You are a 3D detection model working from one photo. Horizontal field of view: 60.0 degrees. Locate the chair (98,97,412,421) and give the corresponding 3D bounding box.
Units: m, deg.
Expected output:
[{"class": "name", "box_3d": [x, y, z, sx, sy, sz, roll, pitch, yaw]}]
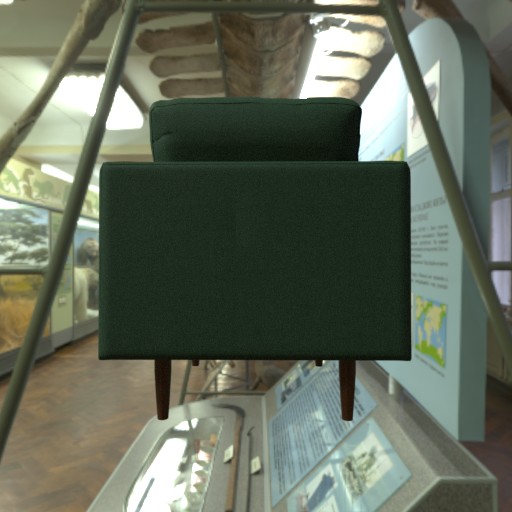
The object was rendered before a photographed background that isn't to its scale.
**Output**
[{"class": "chair", "box_3d": [0.000, 0.000, 1.571, 0.855, 0.927, 0.800, 0, 0, 1]}]
